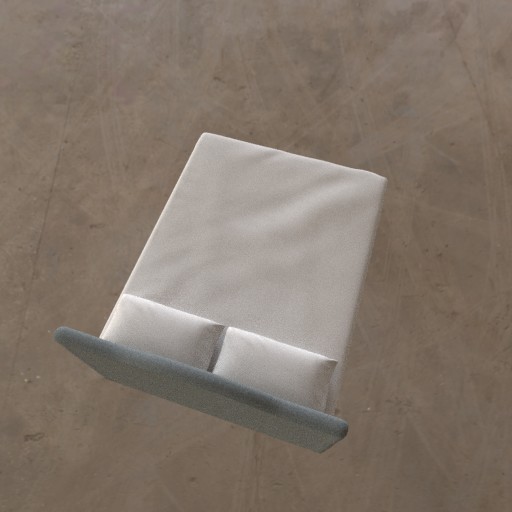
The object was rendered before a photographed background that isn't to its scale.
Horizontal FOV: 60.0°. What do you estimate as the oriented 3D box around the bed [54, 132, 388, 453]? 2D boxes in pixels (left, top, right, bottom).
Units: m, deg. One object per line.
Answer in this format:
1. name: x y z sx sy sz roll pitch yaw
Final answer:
1. bed: 0.000 0.000 4.006 2.161 1.457 2.689 16 64 8
